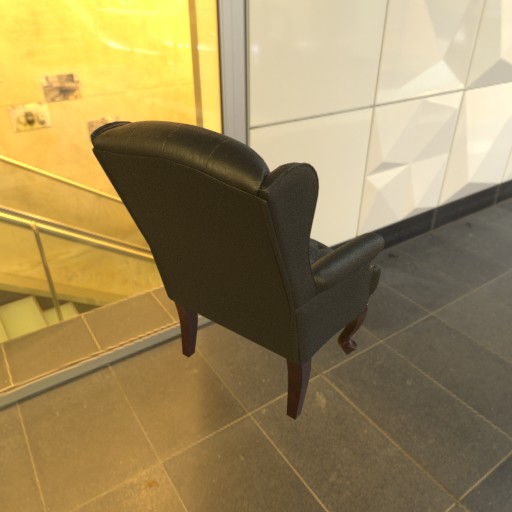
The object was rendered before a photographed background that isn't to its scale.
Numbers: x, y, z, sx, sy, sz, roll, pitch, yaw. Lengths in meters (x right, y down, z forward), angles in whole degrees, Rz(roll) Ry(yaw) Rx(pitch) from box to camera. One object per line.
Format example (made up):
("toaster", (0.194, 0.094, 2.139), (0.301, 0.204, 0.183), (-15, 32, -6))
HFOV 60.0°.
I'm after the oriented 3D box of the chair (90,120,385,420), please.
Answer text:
("chair", (0.000, 0.000, 1.701), (0.831, 1.133, 0.822), (21, 37, 31))
